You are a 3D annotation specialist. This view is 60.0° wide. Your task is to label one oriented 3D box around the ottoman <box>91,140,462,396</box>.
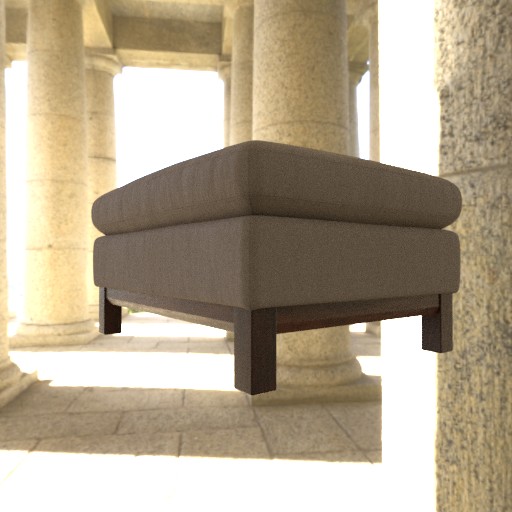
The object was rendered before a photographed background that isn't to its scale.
[{"bbox_3d":[0.000,0.000,1.097,0.606,0.420,0.771,0,-1,-37],"label":"ottoman"}]
